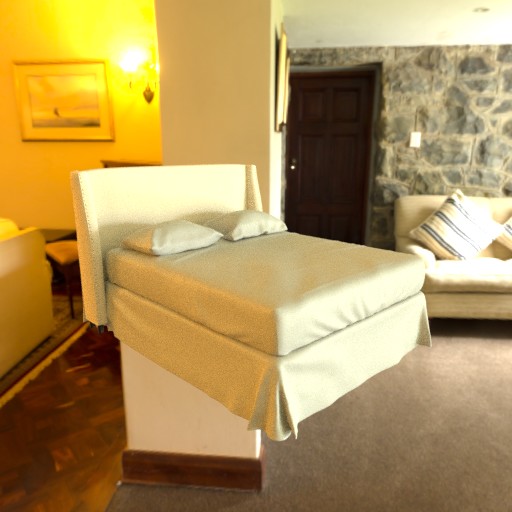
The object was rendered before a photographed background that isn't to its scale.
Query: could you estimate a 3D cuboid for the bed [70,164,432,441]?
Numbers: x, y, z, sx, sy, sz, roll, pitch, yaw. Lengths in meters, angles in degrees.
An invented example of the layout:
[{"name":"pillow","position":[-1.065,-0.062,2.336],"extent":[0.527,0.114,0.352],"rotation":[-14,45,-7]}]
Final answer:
[{"name":"bed","position":[0.000,0.000,3.481],"extent":[1.925,1.332,2.276],"rotation":[-13,19,-42]}]
